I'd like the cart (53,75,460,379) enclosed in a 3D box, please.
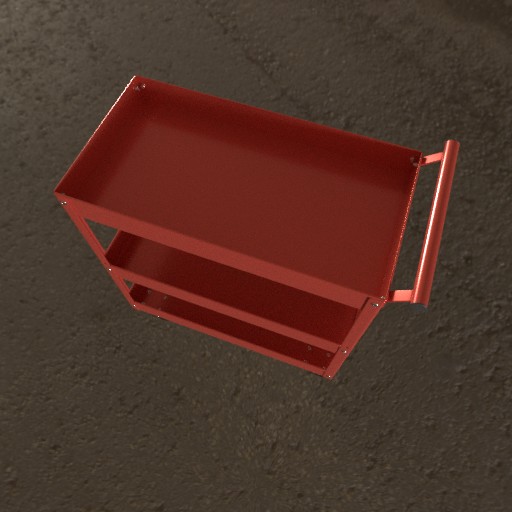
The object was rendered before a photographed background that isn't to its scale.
[{"bbox_3d":[0.000,0.000,1.184,0.719,0.780,0.366,18,64,9],"label":"cart"}]
